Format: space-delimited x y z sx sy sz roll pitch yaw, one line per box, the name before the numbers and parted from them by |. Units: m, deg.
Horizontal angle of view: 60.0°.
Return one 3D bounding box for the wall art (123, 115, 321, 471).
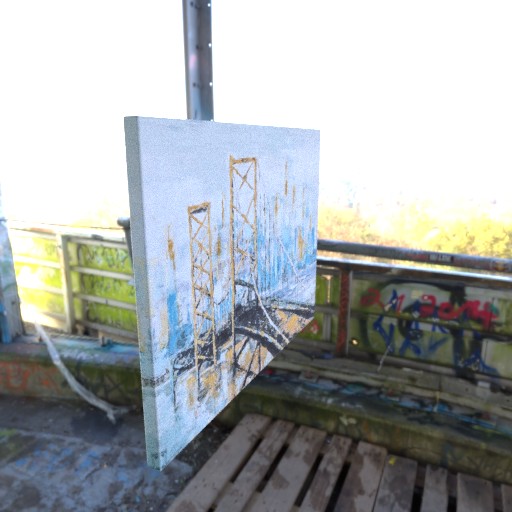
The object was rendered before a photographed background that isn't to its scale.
wall art | 0.000 0.000 1.341 0.038 0.762 1.016 7 16 26
